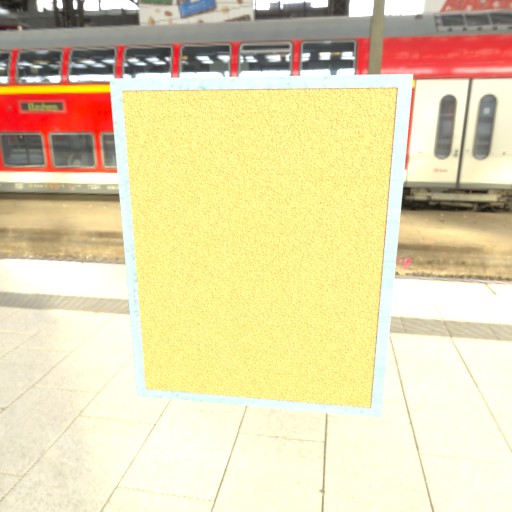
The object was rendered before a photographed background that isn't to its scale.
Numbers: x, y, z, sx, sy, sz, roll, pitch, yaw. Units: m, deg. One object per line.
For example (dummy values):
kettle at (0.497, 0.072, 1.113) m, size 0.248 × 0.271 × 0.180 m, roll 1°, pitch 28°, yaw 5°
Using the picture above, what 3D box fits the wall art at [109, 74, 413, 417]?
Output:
wall art at (0.000, 0.000, 0.679) m, size 0.409 × 0.509 × 0.037 m, roll 2°, pitch 16°, yaw 8°
